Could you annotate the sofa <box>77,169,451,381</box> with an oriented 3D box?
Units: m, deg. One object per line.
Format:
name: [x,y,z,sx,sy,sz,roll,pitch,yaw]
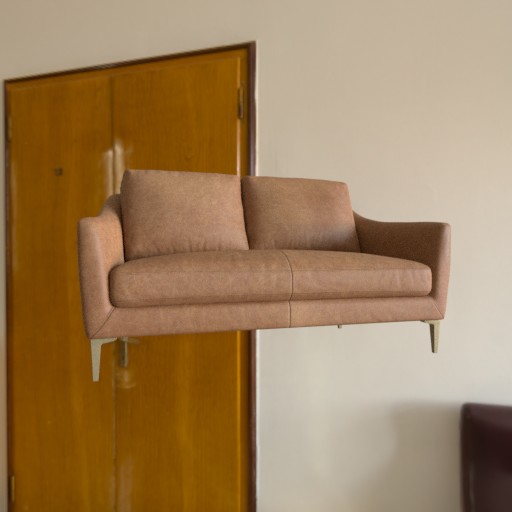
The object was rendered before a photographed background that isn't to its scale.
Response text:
sofa: [0.000,0.000,2.251,1.619,0.902,0.960,0,1,-17]
